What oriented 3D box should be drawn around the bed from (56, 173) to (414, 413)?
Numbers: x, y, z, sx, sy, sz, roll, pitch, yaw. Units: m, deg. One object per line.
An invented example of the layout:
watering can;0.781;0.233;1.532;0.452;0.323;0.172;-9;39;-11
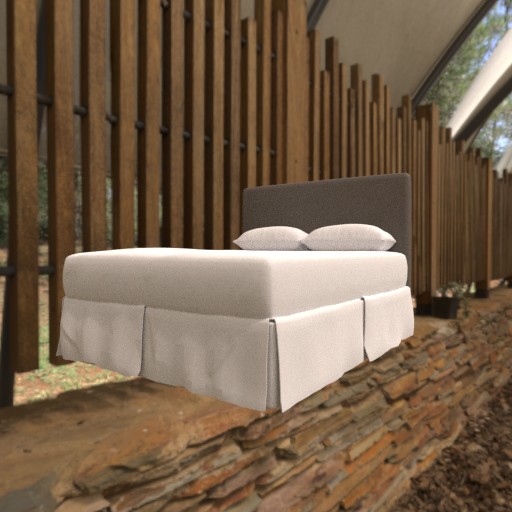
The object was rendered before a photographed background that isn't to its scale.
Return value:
bed;0.000;0.000;3.180;1.723;1.330;2.142;1;1;35
